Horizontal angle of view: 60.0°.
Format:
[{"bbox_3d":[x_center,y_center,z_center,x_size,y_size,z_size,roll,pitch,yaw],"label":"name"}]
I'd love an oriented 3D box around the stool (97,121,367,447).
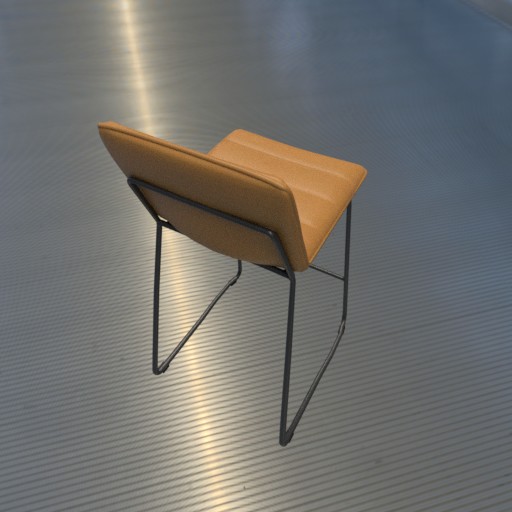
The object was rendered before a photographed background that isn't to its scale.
[{"bbox_3d":[0.000,0.000,1.195,0.489,0.936,0.524,22,50,20],"label":"stool"}]
